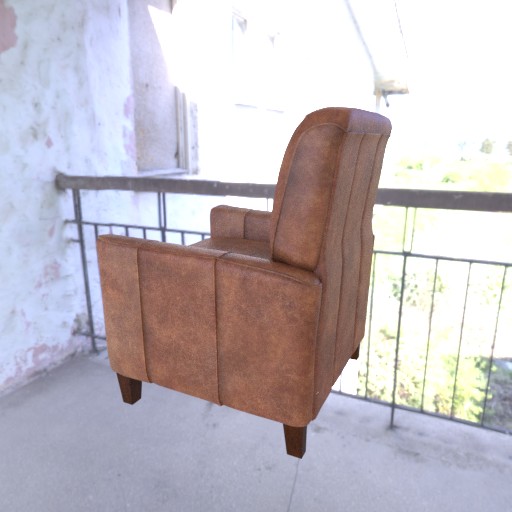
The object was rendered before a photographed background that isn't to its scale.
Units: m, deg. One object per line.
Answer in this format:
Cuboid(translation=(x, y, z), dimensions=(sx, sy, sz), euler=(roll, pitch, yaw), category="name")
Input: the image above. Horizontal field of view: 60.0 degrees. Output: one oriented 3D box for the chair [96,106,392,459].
Cuboid(translation=(0.000, 0.000, 1.686), dimensions=(0.836, 1.043, 0.843), euler=(7, 16, 25), category="chair")
